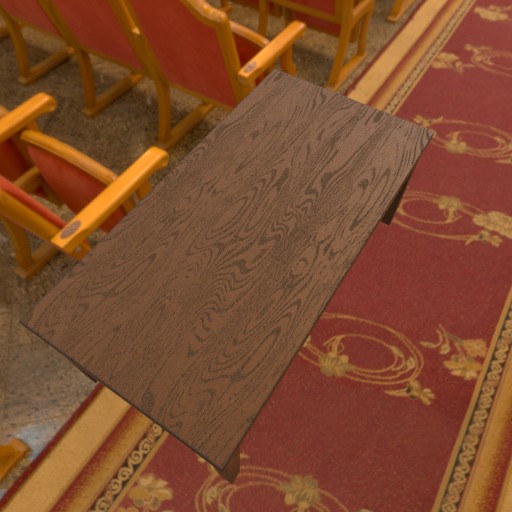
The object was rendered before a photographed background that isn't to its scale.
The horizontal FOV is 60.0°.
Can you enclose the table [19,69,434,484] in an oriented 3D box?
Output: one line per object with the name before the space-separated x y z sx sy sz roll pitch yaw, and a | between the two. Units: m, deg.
table | 0.000 0.000 2.417 1.016 0.762 1.981 29 62 17
